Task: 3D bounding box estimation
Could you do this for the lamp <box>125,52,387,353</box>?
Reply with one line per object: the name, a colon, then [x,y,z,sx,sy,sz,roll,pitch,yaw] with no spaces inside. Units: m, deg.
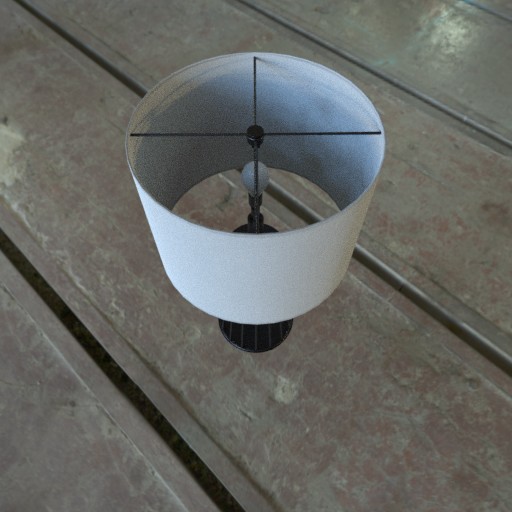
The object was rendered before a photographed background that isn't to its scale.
lamp: [0.000,0.000,0.803,0.322,0.593,0.322,-1,58,0]
